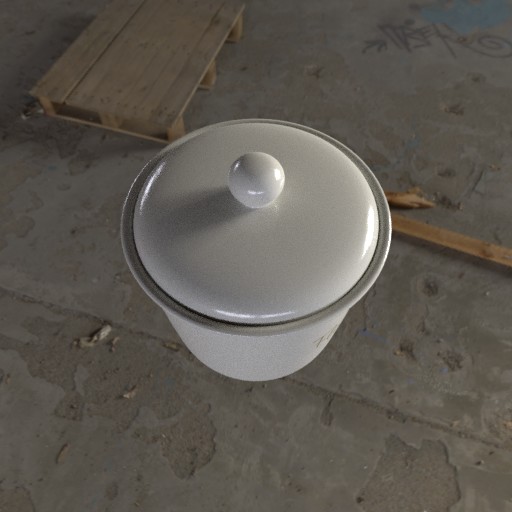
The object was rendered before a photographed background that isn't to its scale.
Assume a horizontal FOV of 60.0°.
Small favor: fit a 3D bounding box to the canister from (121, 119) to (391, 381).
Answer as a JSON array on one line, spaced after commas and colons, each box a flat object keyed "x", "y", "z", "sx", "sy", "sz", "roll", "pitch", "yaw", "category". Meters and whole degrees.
[{"x": 0.000, "y": 0.000, "z": 0.350, "sx": 0.182, "sy": 0.208, "sz": 0.182, "roll": 0, "pitch": 58, "yaw": 0, "category": "canister"}]
